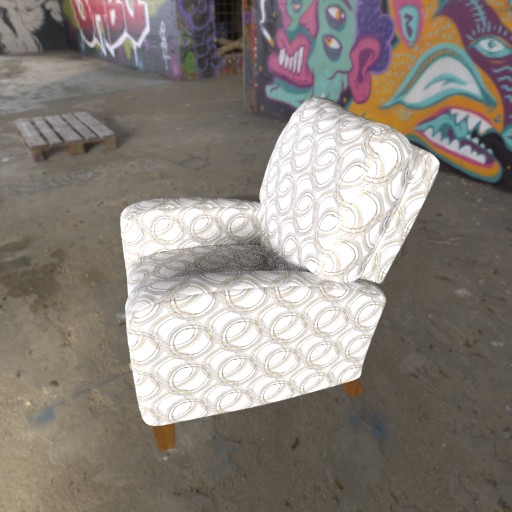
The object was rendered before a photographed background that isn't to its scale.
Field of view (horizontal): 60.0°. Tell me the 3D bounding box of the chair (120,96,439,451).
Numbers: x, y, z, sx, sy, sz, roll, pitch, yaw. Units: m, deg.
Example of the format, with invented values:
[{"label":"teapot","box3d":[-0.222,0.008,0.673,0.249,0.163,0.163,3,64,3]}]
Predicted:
[{"label":"chair","box3d":[0.000,0.000,1.709,0.995,1.065,0.796,-8,31,-14]}]
